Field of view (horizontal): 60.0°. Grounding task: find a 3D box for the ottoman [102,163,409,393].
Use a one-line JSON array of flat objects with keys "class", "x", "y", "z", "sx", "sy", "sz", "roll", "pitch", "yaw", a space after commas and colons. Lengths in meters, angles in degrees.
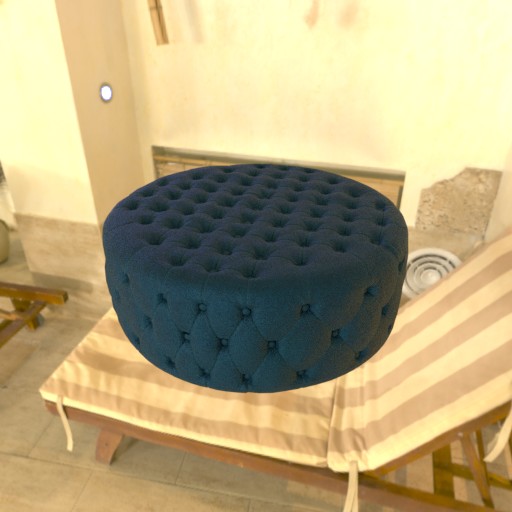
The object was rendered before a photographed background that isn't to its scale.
[{"class": "ottoman", "x": 0.000, "y": 0.000, "z": 1.546, "sx": 0.998, "sy": 0.398, "sz": 0.998, "roll": 0, "pitch": 30, "yaw": 0}]
